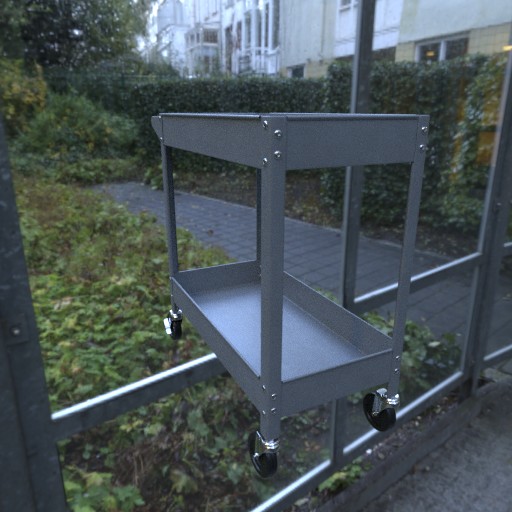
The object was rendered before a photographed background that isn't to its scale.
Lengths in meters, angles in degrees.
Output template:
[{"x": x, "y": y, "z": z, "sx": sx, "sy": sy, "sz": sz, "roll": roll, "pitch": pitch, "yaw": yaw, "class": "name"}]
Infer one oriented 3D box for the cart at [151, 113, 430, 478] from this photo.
[{"x": 0.000, "y": 0.000, "z": 1.177, "sx": 0.366, "sy": 0.719, "sz": 0.779, "roll": -9, "pitch": 20, "yaw": -25, "class": "cart"}]
